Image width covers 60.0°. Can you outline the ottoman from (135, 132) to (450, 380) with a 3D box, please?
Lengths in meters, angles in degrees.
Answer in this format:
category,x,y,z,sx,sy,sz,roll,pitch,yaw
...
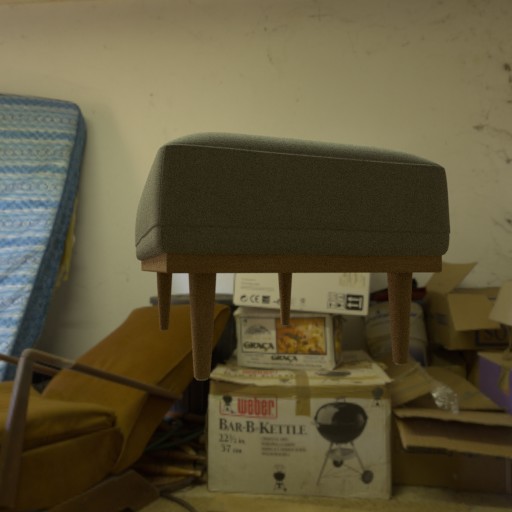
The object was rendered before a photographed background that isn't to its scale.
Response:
category,x,y,z,sx,sy,sz,roll,pitch,yaw
ottoman,0.000,0.000,1.084,0.549,0.428,0.749,1,-2,-17
